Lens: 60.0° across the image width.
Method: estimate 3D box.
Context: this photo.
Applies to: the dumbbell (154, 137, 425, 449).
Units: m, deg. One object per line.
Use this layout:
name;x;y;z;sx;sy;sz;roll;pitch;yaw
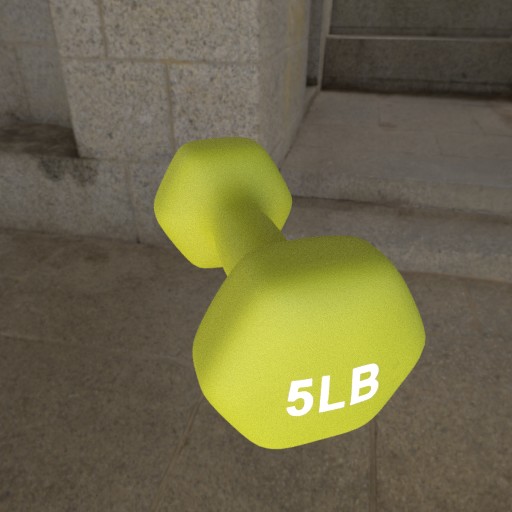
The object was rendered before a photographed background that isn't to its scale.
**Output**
dumbbell;0.000;0.000;0.201;0.080;0.072;0.164;-8;31;-14
